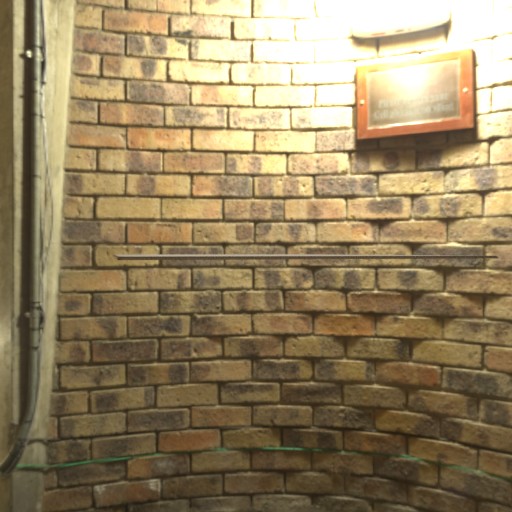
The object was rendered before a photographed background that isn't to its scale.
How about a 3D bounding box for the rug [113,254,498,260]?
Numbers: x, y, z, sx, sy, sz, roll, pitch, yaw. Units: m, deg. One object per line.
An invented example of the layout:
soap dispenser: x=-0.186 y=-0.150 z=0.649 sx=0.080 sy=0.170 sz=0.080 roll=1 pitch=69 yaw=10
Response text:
rug: x=0.000 y=0.000 z=3.975 sx=2.430 sy=0.018 sz=2.976 roll=0 pitch=0 yaw=-18
